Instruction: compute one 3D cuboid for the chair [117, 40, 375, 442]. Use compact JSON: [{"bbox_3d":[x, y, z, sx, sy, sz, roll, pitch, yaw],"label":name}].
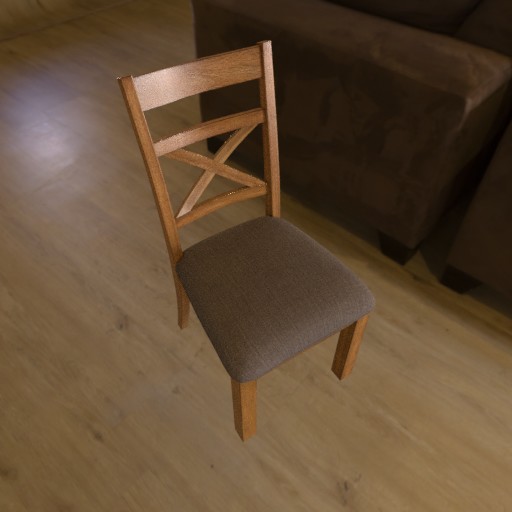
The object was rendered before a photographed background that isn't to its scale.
[{"bbox_3d":[0.000,0.000,1.272,0.470,0.949,0.581,-25,51,-22],"label":"chair"}]
